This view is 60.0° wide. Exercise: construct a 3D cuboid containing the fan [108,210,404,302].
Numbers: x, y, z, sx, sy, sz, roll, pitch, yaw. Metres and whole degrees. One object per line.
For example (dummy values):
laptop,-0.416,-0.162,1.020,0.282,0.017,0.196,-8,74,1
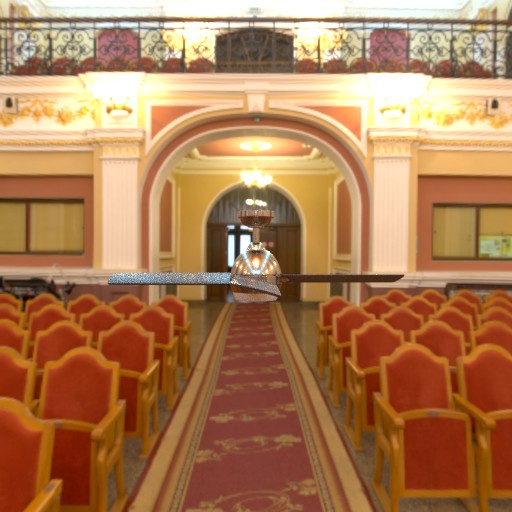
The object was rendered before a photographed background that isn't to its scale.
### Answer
fan,0.000,0.000,2.034,1.332,0.403,1.332,0,0,0
